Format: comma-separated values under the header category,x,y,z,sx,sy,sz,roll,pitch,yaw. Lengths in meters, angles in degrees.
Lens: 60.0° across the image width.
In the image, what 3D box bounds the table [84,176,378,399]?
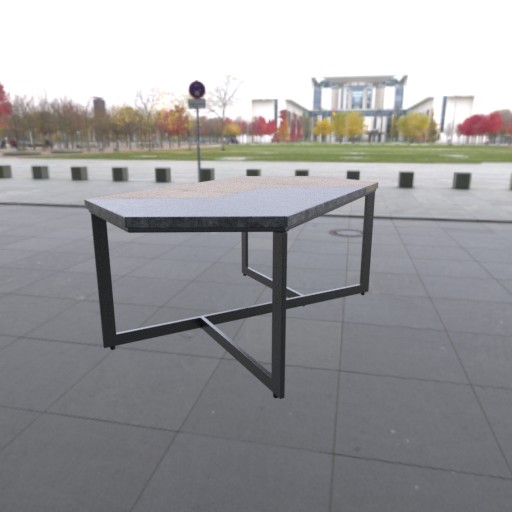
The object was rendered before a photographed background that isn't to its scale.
category,x,y,z,sx,sy,sz,roll,pitch,yaw
table,0.000,0.000,1.525,0.609,0.457,1.219,7,16,26
